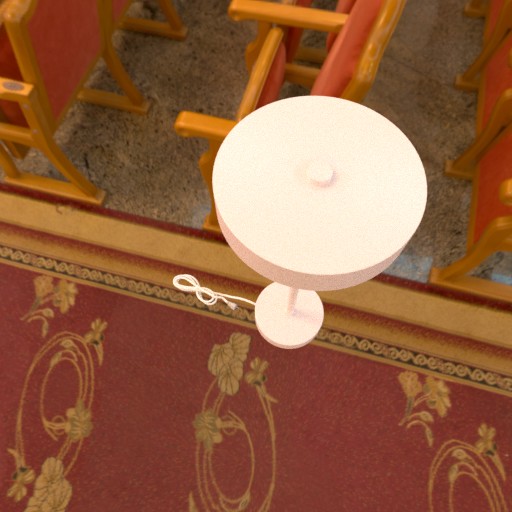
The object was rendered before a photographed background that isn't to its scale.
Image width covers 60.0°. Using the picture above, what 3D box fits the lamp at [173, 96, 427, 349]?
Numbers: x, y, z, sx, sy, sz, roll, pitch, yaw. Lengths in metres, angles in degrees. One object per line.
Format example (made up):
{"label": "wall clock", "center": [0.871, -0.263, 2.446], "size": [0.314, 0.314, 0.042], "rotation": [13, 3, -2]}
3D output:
{"label": "lamp", "center": [0.000, 0.000, 0.704], "size": [0.369, 0.508, 0.229], "rotation": [15, 66, 7]}
